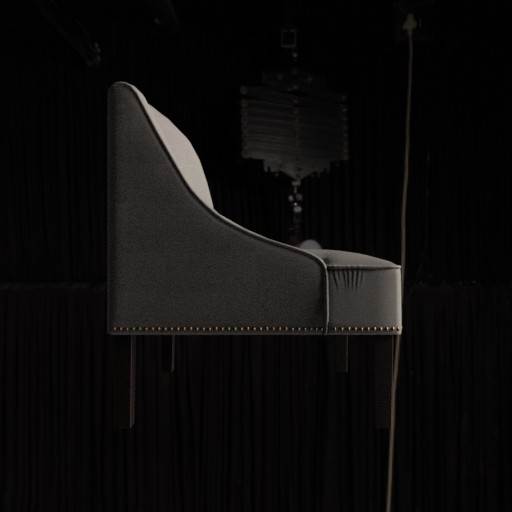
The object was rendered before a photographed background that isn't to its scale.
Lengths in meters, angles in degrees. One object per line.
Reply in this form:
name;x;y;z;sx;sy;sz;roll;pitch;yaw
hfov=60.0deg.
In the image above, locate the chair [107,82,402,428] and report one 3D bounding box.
chair;0.000;0.000;1.403;0.747;0.867;0.631;0;0;0
